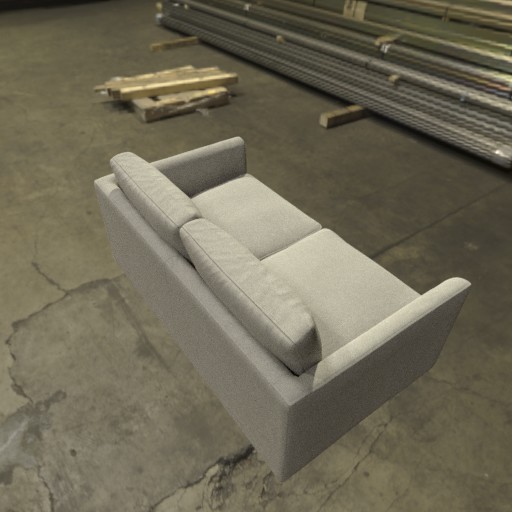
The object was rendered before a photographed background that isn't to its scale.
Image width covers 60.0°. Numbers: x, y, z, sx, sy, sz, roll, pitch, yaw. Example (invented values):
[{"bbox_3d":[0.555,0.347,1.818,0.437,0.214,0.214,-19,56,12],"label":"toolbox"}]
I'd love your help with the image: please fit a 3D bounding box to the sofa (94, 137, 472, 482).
[{"bbox_3d":[0.000,0.000,2.499,1.091,0.839,1.905,-25,46,-27],"label":"sofa"}]
